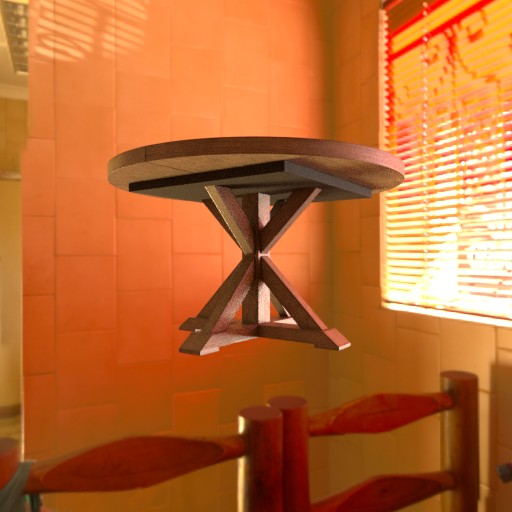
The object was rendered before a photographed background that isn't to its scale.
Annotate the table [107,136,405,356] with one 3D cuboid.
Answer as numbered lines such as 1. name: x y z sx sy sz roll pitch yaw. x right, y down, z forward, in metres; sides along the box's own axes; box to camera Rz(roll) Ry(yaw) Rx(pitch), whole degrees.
1. table: 0.000 0.000 2.134 1.363 0.781 1.363 0 0 0
